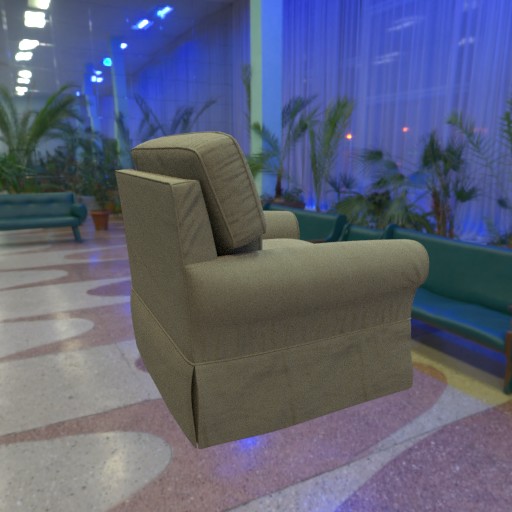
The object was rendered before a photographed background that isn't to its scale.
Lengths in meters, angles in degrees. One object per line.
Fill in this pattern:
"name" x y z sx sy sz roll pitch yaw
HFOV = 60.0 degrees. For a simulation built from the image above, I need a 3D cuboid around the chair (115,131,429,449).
"chair" 0.000 0.000 1.924 0.988 1.017 1.135 -7 15 -26
